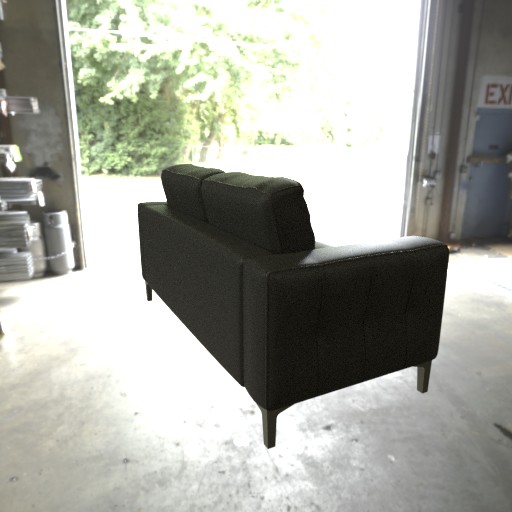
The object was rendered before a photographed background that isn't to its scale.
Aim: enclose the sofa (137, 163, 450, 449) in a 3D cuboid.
[{"bbox_3d":[0.000,0.000,2.284,0.833,0.893,1.726,-8,17,-27],"label":"sofa"}]
